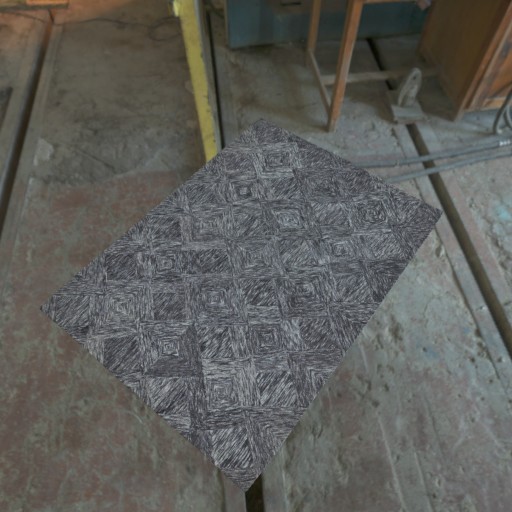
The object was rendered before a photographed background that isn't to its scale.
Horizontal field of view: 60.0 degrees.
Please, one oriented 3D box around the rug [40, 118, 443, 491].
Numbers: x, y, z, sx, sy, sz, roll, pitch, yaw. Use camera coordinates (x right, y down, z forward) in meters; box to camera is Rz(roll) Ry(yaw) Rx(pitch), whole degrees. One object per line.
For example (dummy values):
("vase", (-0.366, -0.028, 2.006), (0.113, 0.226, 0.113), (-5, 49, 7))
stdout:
("rug", (0.000, 0.000, 5.330), (2.997, 0.020, 4.093), (33, 63, 20))
